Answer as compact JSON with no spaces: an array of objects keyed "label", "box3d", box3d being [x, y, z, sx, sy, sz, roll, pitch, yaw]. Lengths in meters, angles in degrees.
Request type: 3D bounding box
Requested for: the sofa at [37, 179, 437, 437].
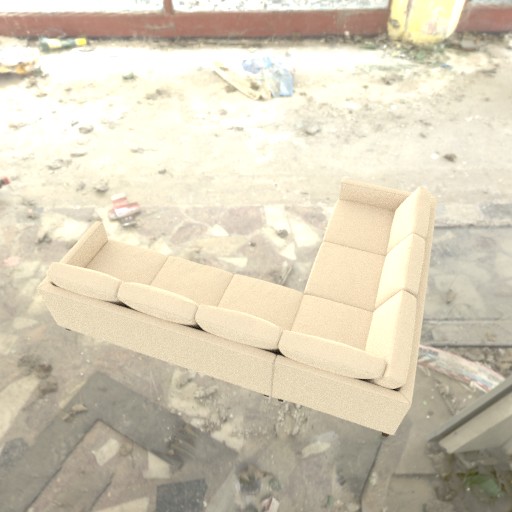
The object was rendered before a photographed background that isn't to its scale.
[{"label":"sofa","box3d":[0.000,0.000,4.407,3.182,0.863,2.432,15,49,13]}]
